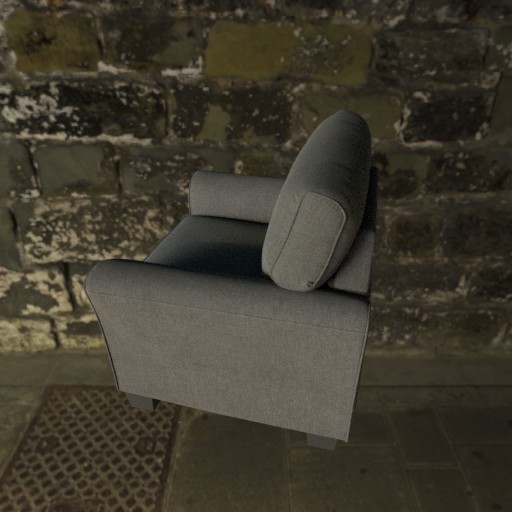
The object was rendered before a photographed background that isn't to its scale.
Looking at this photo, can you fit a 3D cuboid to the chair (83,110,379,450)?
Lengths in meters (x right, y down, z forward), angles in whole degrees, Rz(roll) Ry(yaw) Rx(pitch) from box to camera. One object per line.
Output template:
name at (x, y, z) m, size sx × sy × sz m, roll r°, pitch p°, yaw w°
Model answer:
chair at (0.000, 0.000, 1.610) m, size 0.816 × 0.890 × 0.941 m, roll 7°, pitch 31°, yaw 12°
